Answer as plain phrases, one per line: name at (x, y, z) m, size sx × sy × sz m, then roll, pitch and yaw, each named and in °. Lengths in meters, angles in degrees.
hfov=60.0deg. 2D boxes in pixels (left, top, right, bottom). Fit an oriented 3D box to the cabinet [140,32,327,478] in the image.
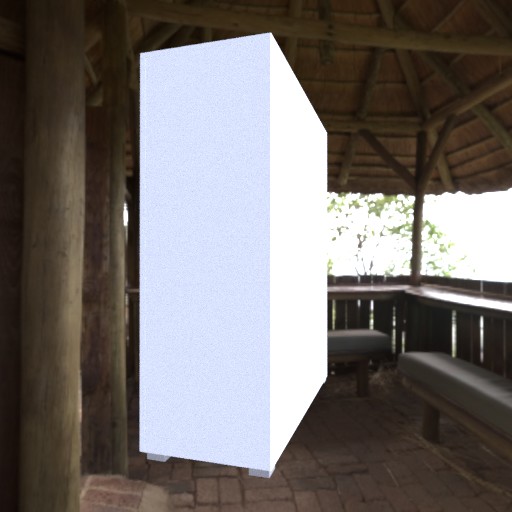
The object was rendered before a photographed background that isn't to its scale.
cabinet at (0.000, 0.000, 1.719) m, size 0.400 × 1.190 × 1.000 m, roll 0°, pitch 0°, yaw 18°
